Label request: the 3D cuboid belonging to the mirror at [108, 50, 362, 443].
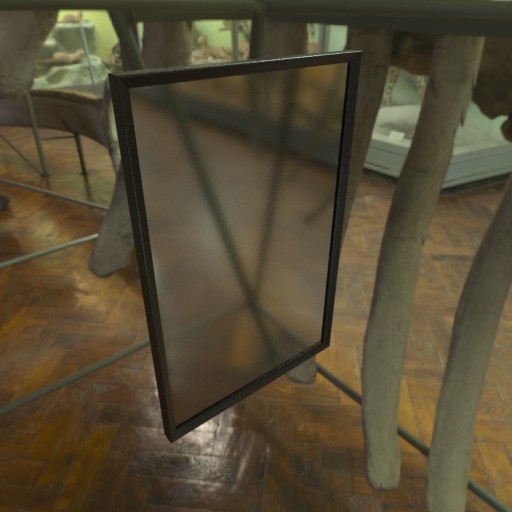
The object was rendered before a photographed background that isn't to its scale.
[{"bbox_3d":[0.000,0.000,1.124,0.609,0.915,0.041,-22,37,-33],"label":"mirror"}]
